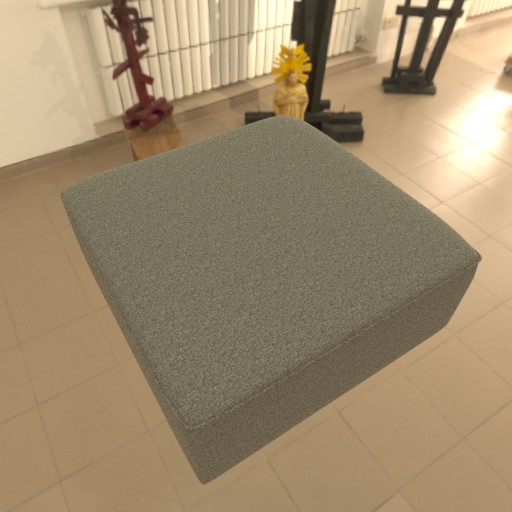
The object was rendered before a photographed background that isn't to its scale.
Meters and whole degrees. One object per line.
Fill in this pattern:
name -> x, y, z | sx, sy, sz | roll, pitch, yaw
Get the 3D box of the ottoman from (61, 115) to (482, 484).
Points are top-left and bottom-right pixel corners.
ottoman -> 0.000, 0.000, 1.550 | 1.005, 0.464, 1.015 | -25, 51, -22
